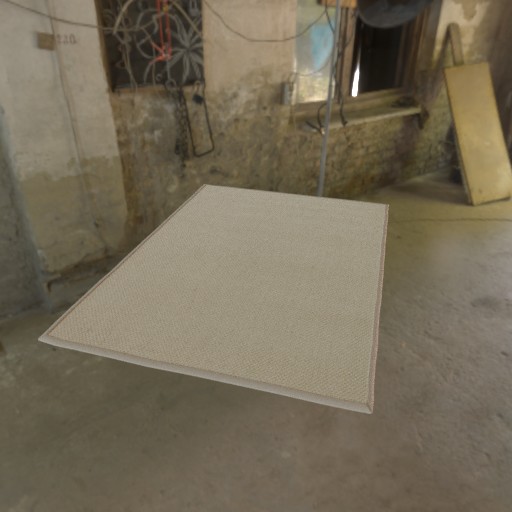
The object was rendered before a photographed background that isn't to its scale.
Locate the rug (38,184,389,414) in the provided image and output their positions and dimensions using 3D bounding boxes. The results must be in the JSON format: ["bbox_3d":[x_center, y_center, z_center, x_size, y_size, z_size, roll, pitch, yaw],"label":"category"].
[{"bbox_3d":[0.000,0.000,2.727,1.525,0.020,2.081,8,31,14],"label":"rug"}]
